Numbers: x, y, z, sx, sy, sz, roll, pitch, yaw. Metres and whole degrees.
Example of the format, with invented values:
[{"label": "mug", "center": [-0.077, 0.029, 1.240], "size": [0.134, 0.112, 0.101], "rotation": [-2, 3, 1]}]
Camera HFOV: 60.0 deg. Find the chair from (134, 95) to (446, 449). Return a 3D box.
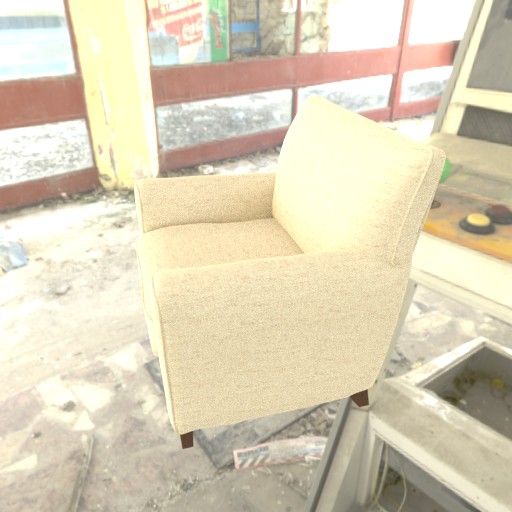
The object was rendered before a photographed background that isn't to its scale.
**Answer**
[{"label": "chair", "center": [0.000, 0.000, 1.595], "size": [0.823, 0.943, 0.870], "rotation": [-8, 31, -14]}]
